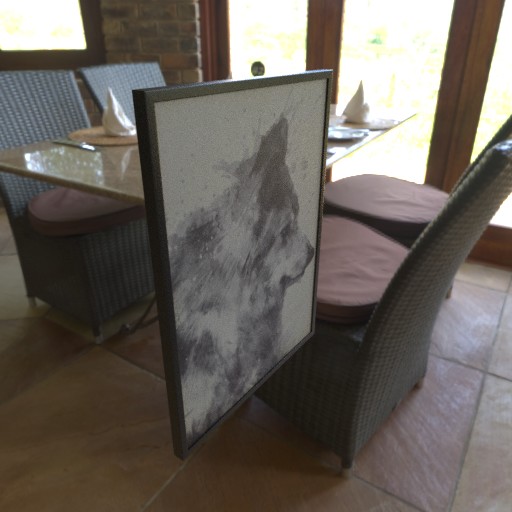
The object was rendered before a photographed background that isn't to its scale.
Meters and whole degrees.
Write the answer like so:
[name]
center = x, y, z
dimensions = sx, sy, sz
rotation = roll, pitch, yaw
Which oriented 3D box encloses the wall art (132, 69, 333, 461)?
[wall art]
center = 0.000, 0.000, 1.415
dimensions = 0.039, 1.061, 0.804
rotation = 18, 31, 32
